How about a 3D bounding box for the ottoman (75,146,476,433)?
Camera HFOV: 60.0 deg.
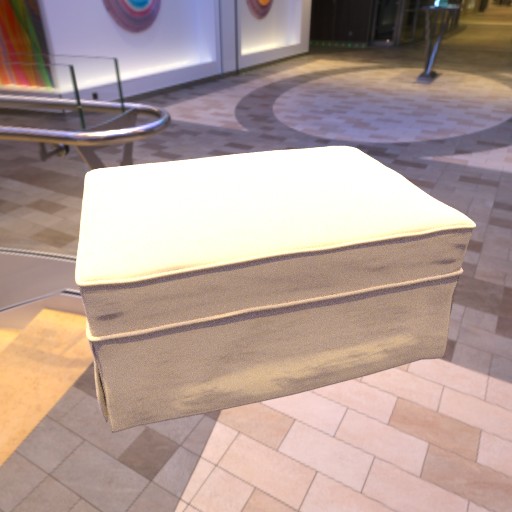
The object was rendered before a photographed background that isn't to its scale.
[{"bbox_3d":[0.000,0.000,1.296,0.944,0.479,0.703,-9,32,-14],"label":"ottoman"}]
